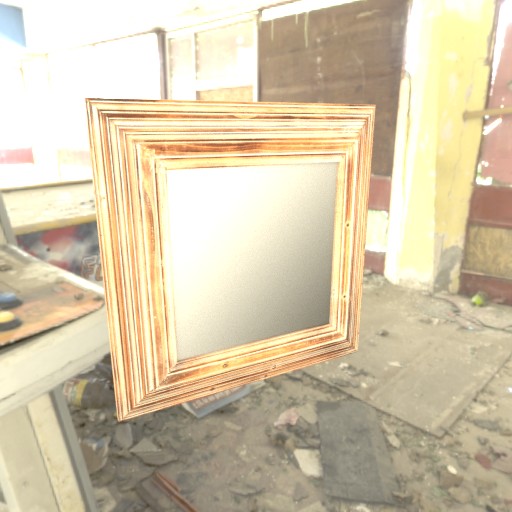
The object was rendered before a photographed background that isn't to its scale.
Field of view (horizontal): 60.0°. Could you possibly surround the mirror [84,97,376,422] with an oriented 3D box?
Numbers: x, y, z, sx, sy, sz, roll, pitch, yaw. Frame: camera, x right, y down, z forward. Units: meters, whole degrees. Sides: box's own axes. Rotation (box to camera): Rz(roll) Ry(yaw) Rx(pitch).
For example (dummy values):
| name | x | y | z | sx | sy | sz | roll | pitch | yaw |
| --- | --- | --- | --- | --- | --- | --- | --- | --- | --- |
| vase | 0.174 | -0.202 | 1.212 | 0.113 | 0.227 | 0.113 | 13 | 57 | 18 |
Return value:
| name | x | y | z | sx | sy | sz | roll | pitch | yaw |
| --- | --- | --- | --- | --- | --- | --- | --- | --- | --- |
| mirror | 0.000 | 0.000 | 1.222 | 0.804 | 0.804 | 0.061 | -9 | 19 | -27 |
